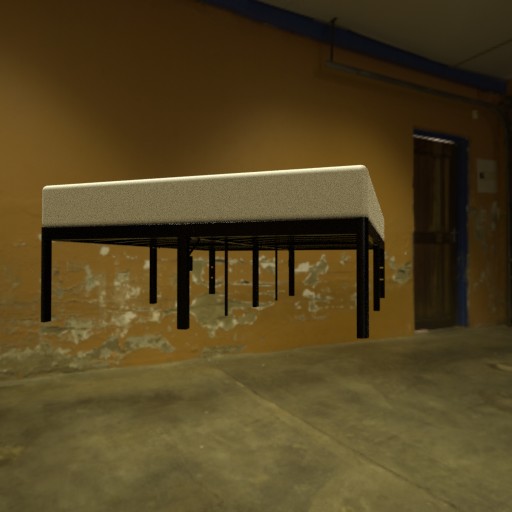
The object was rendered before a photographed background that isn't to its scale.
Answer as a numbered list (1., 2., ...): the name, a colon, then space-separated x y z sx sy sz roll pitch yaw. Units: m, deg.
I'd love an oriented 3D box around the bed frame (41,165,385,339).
1. bed frame: 0.000 0.000 2.869 1.557 0.659 2.072 0 -1 18
